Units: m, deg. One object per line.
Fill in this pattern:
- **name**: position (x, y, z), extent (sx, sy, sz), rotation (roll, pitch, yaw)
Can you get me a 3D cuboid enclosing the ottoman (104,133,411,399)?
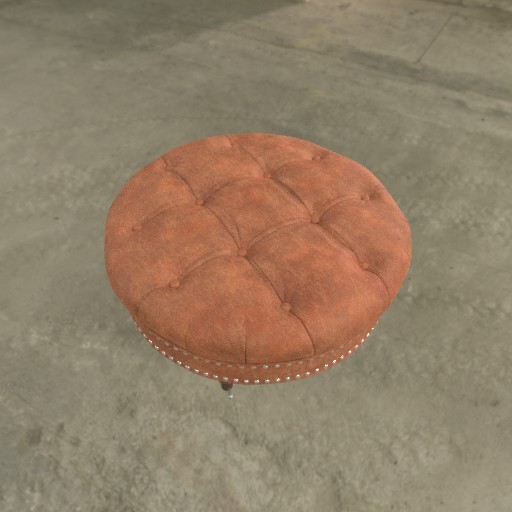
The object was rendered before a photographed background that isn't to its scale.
- **ottoman**: position (0.000, 0.000, 1.418), extent (0.901, 0.444, 0.901), rotation (0, 47, 0)
